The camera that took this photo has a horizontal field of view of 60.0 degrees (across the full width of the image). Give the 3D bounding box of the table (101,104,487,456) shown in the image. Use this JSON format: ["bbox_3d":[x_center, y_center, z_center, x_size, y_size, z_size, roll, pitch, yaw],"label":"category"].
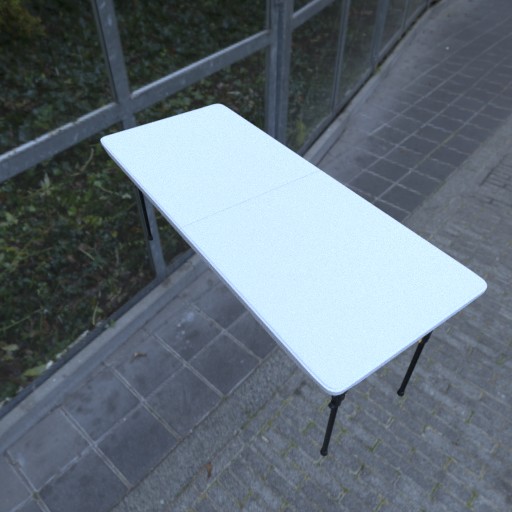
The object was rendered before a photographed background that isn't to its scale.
[{"bbox_3d":[0.000,0.000,2.198,0.761,0.719,1.829,-26,49,-25],"label":"table"}]
